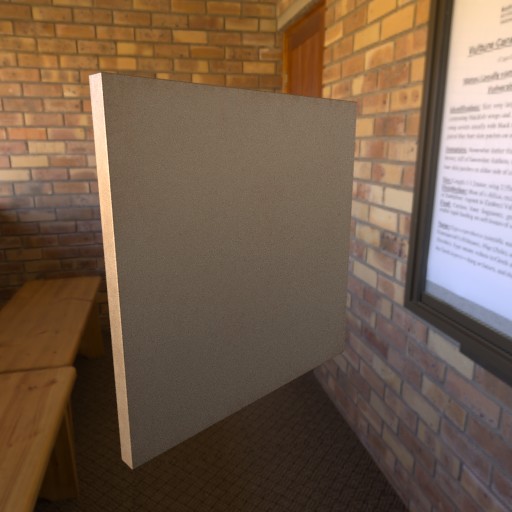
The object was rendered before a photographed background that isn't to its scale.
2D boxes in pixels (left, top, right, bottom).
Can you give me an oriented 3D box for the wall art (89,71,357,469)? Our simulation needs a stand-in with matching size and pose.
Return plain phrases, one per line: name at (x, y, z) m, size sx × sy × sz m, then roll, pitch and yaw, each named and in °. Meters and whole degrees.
wall art at (0.000, 0.000, 0.723) m, size 0.503 × 0.506 × 0.030 m, roll -14°, pitch 20°, yaw -43°
